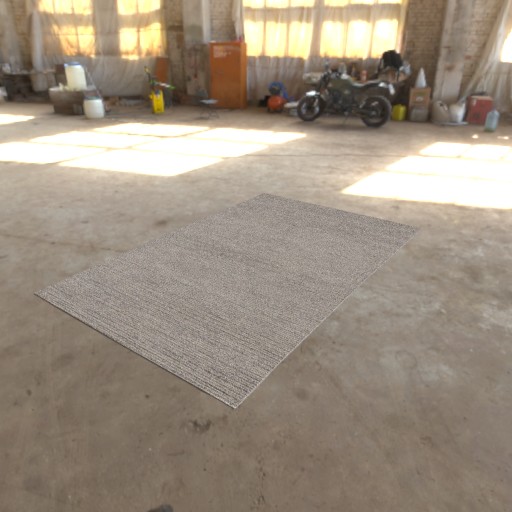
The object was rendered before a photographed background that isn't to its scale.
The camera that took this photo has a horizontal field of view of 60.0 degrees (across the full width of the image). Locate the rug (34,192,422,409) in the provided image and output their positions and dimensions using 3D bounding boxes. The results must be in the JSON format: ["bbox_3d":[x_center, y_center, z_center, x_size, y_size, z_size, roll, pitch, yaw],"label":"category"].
[{"bbox_3d":[0.000,0.000,2.327,1.162,0.022,1.804,18,32,32],"label":"rug"}]
